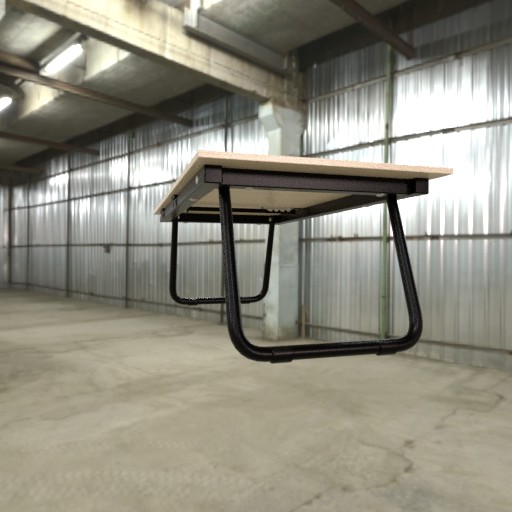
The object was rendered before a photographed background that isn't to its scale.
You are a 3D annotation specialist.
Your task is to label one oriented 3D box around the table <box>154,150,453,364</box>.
[{"bbox_3d":[0.000,0.000,0.815,0.322,0.242,0.644,0,0,-17],"label":"table"}]
